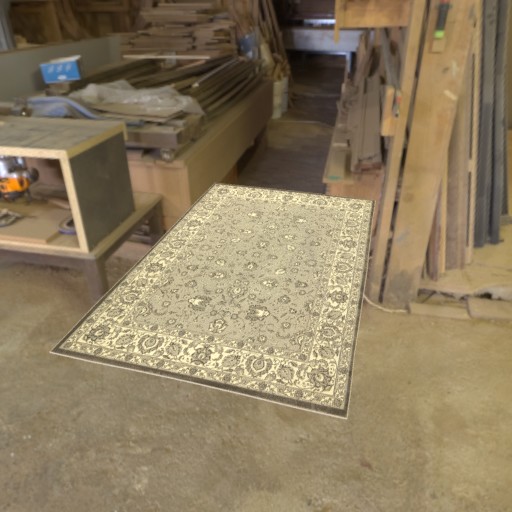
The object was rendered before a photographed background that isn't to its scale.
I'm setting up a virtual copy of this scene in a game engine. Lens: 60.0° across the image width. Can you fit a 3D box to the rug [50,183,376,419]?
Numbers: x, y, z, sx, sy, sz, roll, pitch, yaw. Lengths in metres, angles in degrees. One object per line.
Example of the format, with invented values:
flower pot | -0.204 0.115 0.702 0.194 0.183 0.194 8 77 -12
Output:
rug | 0.000 0.000 3.105 1.524 0.011 2.438 8 32 14
